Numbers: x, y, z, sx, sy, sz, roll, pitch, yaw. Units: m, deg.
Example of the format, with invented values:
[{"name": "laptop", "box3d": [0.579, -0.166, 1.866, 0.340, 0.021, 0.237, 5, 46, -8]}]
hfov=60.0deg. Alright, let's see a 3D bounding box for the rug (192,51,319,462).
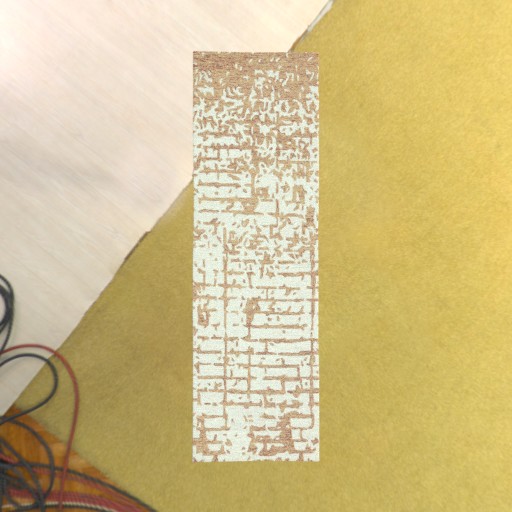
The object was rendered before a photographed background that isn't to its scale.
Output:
[{"name": "rug", "box3d": [0.000, 0.000, 2.632, 0.750, 0.011, 2.435, 0, 90, -1]}]
